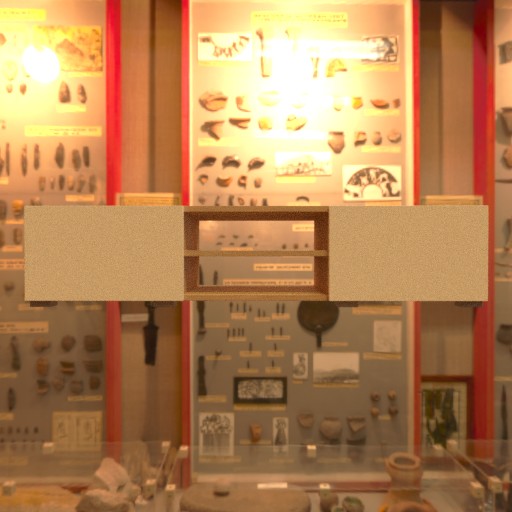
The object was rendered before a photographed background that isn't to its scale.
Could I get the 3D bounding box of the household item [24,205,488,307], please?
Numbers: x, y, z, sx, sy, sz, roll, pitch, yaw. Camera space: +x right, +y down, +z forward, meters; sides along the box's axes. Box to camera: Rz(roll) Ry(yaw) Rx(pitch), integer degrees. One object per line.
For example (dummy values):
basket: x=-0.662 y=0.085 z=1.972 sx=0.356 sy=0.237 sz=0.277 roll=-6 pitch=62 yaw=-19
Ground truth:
household item: x=0.000 y=0.000 z=1.545 sx=1.400 sy=0.310 sz=0.420 roll=0 pitch=1 yaw=0
